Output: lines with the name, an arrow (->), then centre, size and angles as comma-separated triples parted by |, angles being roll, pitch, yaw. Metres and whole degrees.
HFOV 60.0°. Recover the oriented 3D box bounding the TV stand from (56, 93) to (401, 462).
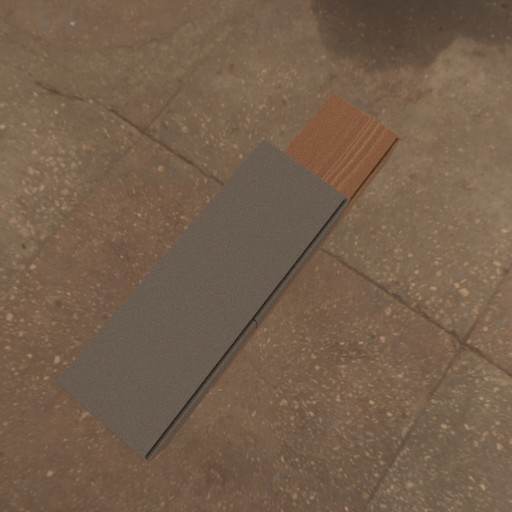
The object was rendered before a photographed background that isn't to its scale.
TV stand -> 0.000, 0.000, 1.584 | 0.329, 0.591, 1.336 | 37, 78, 9
